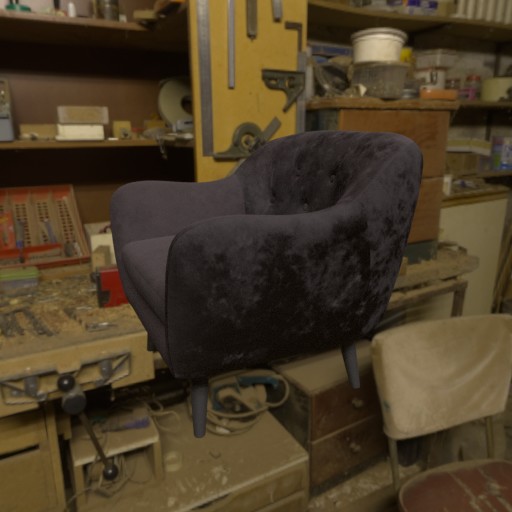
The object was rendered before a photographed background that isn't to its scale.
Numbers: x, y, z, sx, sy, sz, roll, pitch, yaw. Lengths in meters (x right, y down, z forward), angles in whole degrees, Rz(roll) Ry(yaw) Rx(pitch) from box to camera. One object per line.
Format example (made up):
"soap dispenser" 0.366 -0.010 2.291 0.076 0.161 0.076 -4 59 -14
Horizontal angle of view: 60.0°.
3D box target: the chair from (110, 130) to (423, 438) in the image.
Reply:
"chair" 0.000 0.000 1.483 0.819 0.807 0.840 -8 18 -25
